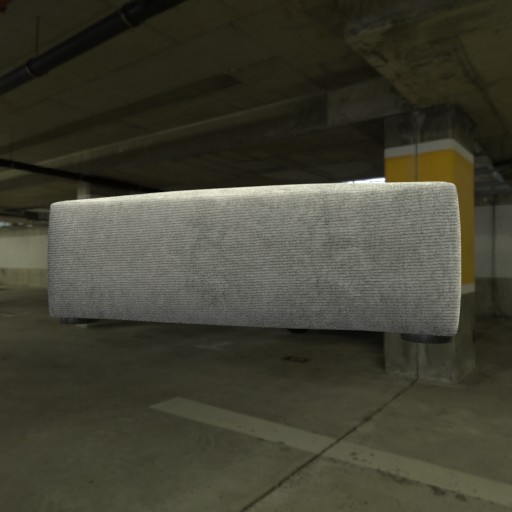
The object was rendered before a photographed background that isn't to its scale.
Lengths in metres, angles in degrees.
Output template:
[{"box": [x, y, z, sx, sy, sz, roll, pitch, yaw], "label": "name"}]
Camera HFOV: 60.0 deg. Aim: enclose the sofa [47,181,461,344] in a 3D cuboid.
[{"box": [0.000, 0.000, 1.152, 0.930, 0.330, 0.480, 0, -1, 18], "label": "sofa"}]
